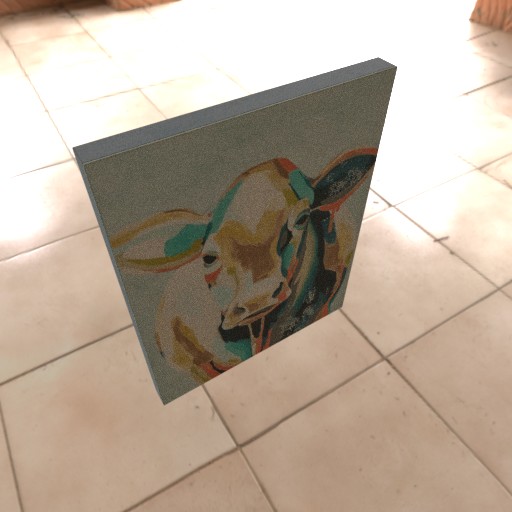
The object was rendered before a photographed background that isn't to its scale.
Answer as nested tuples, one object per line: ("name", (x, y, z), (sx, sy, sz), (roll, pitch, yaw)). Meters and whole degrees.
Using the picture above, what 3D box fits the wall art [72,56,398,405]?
("wall art", (0.000, 0.000, 0.688), (0.409, 0.509, 0.037), (-25, 51, -22))
